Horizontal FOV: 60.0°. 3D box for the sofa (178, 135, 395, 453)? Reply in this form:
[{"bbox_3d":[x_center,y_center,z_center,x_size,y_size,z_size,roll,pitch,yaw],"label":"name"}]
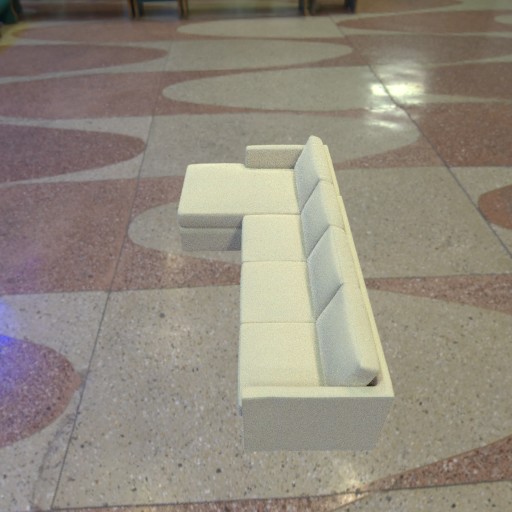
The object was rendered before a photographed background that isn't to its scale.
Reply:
[{"bbox_3d":[0.000,0.000,4.008,1.650,0.922,3.205,0,41,0],"label":"sofa"}]
